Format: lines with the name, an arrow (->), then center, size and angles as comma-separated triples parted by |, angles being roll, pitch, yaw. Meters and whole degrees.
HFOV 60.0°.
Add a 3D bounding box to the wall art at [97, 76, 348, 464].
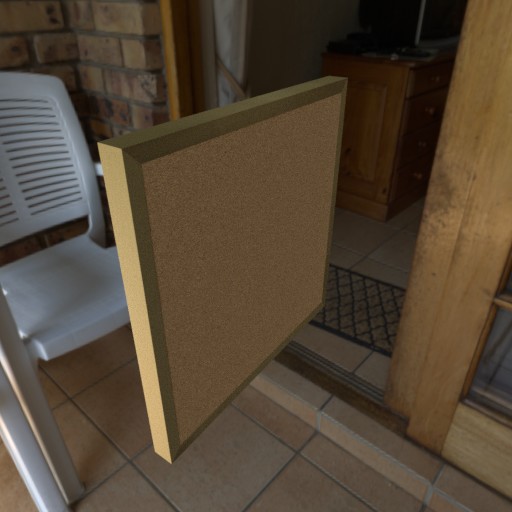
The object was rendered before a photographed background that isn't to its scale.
wall art -> 0.000, 0.000, 0.756 | 0.038, 0.508, 0.507 | 20, 37, 30
